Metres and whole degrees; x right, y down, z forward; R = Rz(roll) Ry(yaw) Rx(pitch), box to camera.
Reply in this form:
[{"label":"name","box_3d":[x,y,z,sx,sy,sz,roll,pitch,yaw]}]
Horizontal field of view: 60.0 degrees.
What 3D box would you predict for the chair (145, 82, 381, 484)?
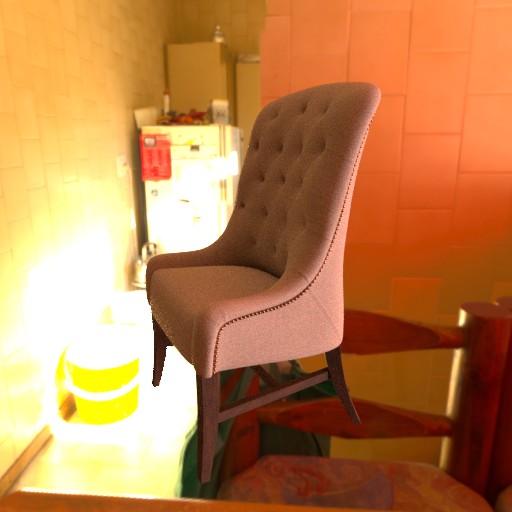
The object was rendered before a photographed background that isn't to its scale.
[{"label":"chair","box_3d":[0.000,0.000,1.461,0.629,1.091,0.634,-7,16,-25]}]
